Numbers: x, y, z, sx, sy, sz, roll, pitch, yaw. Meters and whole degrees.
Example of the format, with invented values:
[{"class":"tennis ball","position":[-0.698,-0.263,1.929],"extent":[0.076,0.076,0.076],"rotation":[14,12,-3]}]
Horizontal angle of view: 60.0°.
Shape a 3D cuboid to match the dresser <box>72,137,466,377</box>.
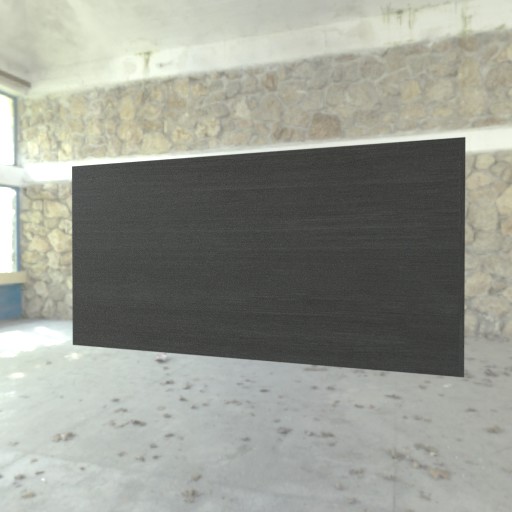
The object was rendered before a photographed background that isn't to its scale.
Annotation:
[{"class":"dresser","position":[0.000,0.000,1.907],"extent":[1.590,0.795,0.400],"rotation":[0,1,19]}]
